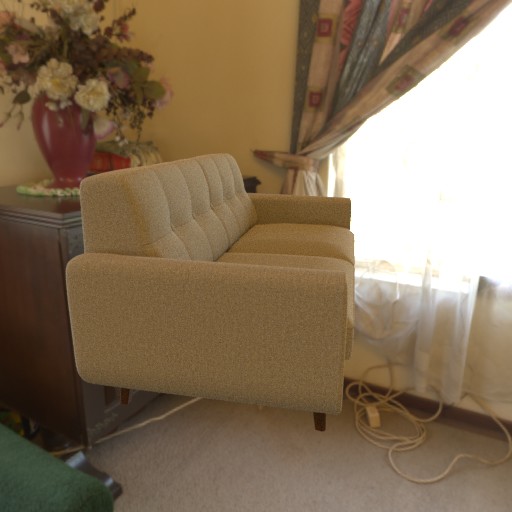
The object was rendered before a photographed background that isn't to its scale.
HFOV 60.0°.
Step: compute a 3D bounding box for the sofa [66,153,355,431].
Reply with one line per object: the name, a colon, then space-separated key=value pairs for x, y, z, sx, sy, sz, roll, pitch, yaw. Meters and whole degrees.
sofa: x=0.000 y=0.000 z=2.176 sx=0.952 sy=0.925 sz=1.651 roll=3 pitch=16 yaw=12
